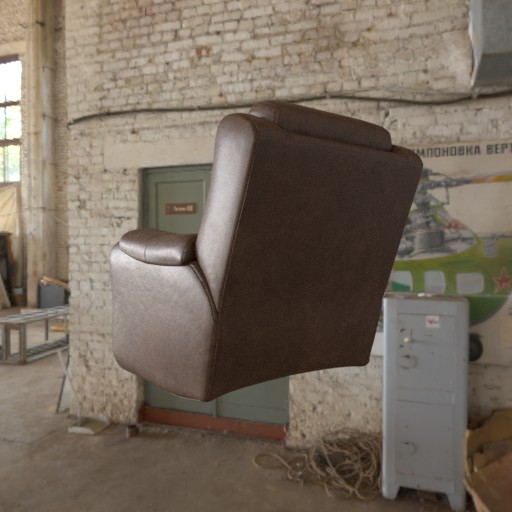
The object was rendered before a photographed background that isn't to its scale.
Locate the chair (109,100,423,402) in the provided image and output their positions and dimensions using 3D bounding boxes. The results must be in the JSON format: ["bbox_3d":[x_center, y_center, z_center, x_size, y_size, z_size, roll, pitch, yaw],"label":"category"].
[{"bbox_3d":[0.000,0.000,1.831,0.940,0.990,1.067,-1,1,-36],"label":"chair"}]
